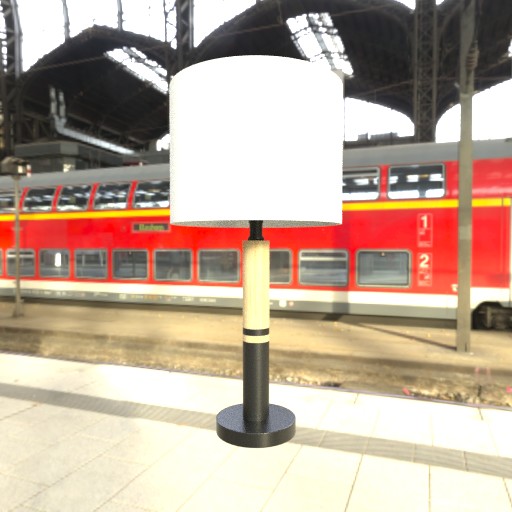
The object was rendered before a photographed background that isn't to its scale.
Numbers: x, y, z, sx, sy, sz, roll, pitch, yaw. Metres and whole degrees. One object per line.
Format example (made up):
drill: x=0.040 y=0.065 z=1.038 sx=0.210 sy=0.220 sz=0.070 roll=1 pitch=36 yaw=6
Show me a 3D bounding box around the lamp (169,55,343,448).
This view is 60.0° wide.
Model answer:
lamp: x=0.000 y=0.000 z=0.804 sx=0.305 sy=0.640 sz=0.305 roll=1 pitch=2 yaw=19
